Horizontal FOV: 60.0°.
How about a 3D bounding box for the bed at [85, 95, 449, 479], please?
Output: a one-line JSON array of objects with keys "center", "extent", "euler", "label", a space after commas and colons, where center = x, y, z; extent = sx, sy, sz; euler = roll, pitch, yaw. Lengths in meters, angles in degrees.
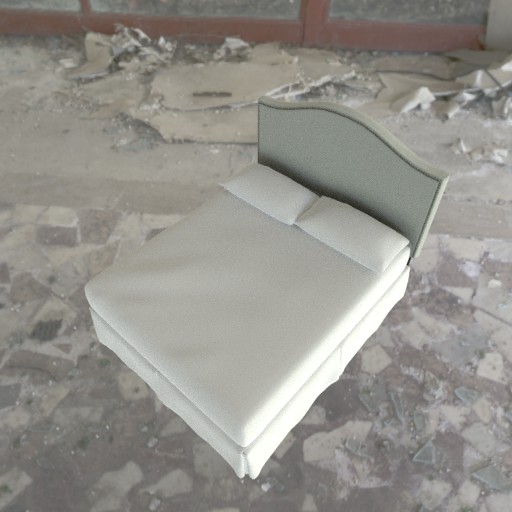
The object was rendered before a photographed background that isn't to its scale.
[{"center": [0.000, 0.000, 3.386], "extent": [1.813, 1.607, 2.180], "euler": [33, 55, 27], "label": "bed"}]
